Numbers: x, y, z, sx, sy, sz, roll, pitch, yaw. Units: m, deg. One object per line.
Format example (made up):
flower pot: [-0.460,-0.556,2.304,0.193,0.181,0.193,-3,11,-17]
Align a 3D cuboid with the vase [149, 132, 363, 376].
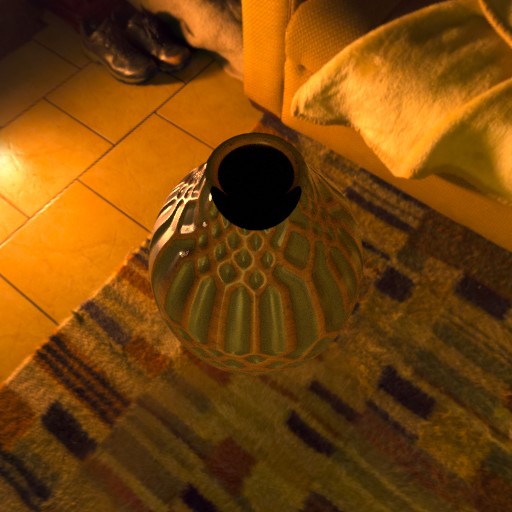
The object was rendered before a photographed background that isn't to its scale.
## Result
vase: [0.000,0.000,0.141,0.069,0.088,0.069,0,63,0]
